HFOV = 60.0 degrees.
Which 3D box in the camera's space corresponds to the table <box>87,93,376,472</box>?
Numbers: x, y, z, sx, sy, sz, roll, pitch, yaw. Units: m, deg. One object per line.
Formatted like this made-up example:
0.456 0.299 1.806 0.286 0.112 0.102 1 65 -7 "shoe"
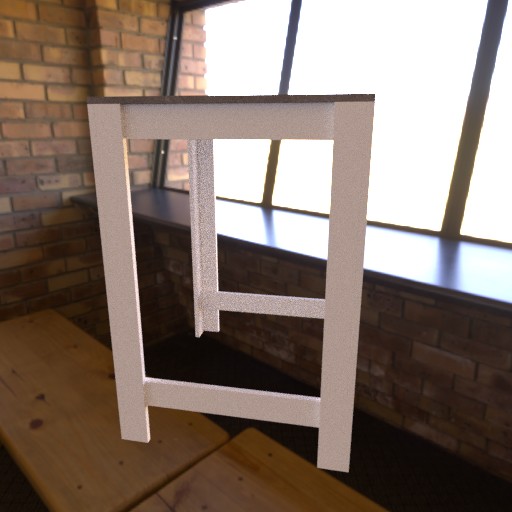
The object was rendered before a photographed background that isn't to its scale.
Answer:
0.000 0.000 1.559 0.700 1.020 0.800 3 17 11 "table"
